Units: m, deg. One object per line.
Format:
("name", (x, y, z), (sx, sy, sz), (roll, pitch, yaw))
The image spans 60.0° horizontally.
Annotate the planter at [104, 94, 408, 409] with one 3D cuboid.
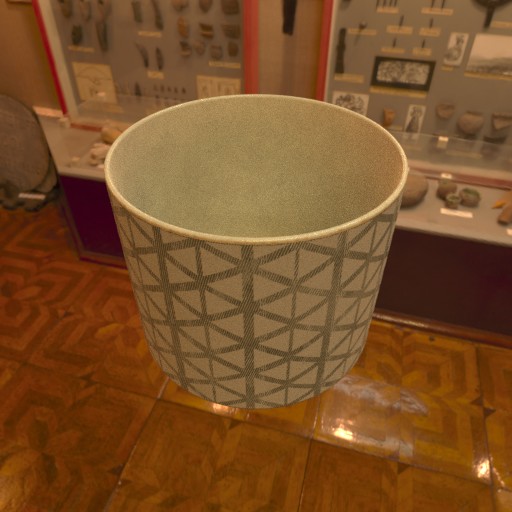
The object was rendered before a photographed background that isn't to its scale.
("planter", (0.000, 0.000, 0.344), (0.190, 0.181, 0.190), (0, 41, 0))
